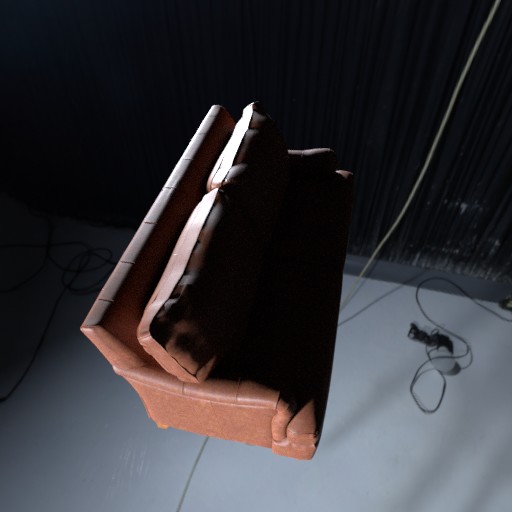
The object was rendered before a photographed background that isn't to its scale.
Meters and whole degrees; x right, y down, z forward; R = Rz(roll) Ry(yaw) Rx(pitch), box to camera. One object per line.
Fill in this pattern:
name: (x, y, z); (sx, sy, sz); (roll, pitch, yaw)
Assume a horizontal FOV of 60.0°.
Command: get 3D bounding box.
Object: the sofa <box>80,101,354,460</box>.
sofa: (0.000, 0.000, 2.861); (1.147, 1.071, 2.144); (10, 48, 9)
